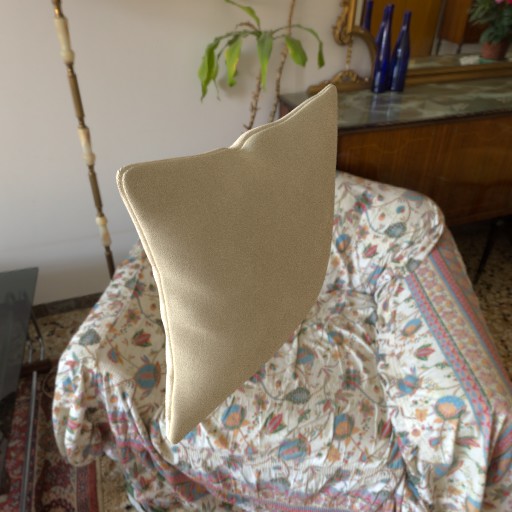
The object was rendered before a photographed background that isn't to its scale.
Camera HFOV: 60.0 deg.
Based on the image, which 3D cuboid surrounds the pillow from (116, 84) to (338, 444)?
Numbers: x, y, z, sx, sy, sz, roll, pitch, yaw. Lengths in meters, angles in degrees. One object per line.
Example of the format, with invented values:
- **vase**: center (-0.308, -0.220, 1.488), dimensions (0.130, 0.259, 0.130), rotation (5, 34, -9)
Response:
- **pillow**: center (0.000, 0.000, 0.664), dimensions (0.162, 0.420, 0.437), rotation (21, 39, 29)
